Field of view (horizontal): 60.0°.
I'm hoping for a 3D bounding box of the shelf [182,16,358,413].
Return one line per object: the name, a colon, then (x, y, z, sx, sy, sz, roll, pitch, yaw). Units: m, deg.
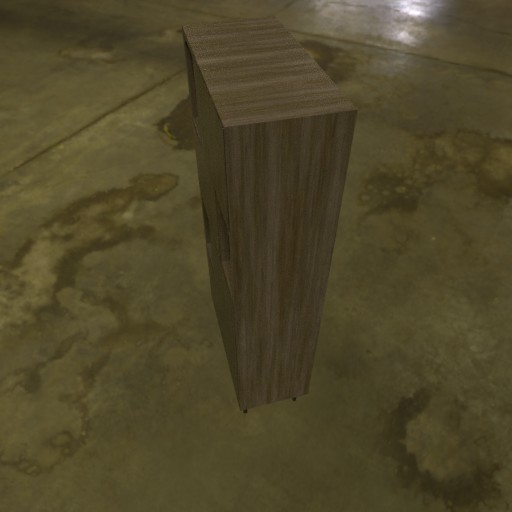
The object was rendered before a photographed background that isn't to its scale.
shelf: (0.000, 0.000, 1.776, 0.323, 1.545, 0.670, -11, 46, -10)
